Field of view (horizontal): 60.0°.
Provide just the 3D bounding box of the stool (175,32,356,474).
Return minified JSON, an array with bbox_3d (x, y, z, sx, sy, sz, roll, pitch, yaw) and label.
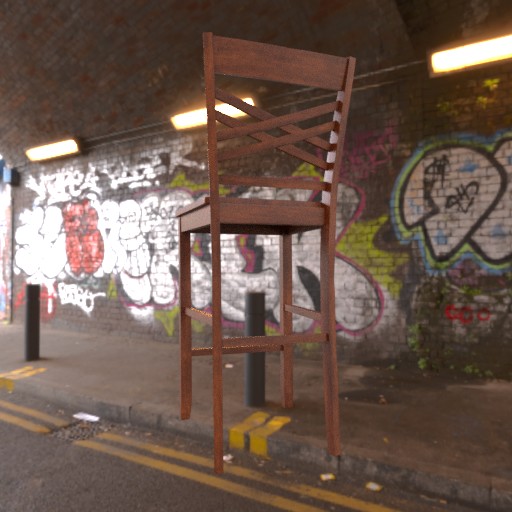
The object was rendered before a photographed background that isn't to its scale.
[{"bbox_3d":[0.000,0.000,1.372,0.433,1.105,0.487,0,-1,-19],"label":"stool"}]
